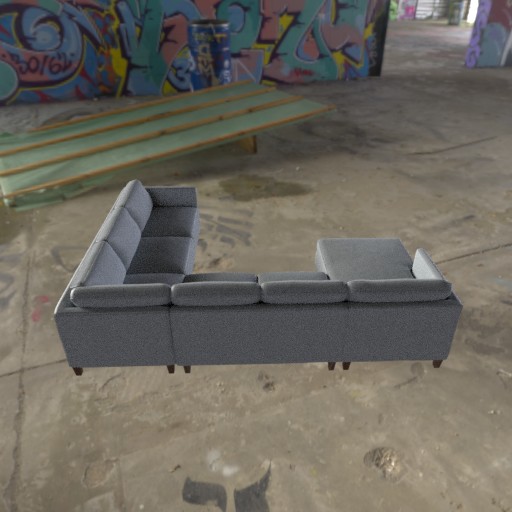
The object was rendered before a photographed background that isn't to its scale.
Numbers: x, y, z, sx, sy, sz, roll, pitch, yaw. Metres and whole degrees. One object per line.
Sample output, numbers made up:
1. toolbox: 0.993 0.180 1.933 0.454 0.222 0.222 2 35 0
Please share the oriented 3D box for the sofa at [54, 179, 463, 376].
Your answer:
1. sofa: 0.000 0.000 4.640 3.238 0.853 2.551 -1 32 -1
